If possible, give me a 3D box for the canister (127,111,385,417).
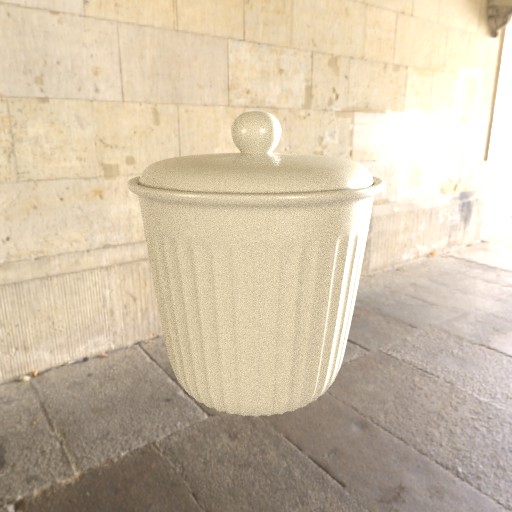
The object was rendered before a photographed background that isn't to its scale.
[{"bbox_3d":[0.000,0.000,0.339,0.181,0.211,0.181,0,16,0],"label":"canister"}]
